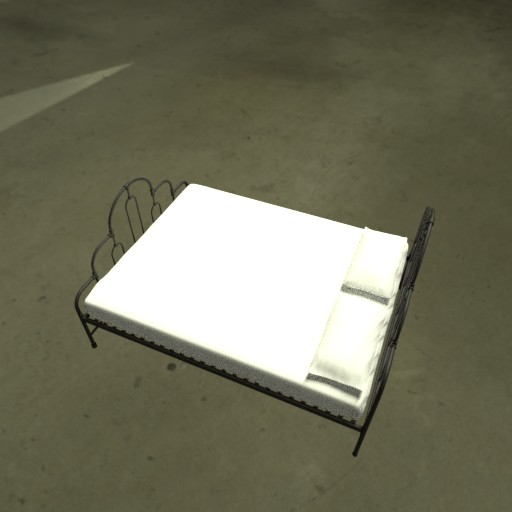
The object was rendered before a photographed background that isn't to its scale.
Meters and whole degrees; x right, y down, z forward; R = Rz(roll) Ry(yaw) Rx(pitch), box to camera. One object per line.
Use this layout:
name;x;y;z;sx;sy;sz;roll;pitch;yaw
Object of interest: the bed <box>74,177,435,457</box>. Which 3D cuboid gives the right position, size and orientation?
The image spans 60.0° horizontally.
bed;0.000;0.000;3.263;2.163;1.429;1.640;17;48;16
